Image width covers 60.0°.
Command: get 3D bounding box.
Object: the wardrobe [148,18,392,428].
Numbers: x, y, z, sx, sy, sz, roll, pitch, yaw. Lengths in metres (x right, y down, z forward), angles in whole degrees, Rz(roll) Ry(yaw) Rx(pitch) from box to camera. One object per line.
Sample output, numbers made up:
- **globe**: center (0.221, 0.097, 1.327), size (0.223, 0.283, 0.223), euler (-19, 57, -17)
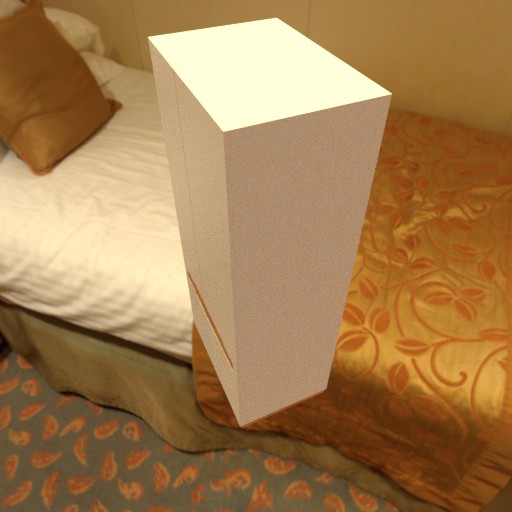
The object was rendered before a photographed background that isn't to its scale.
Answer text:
- **wardrobe**: center (0.000, 0.000, 2.376), size (0.600, 2.040, 0.860), euler (-18, 47, -17)
